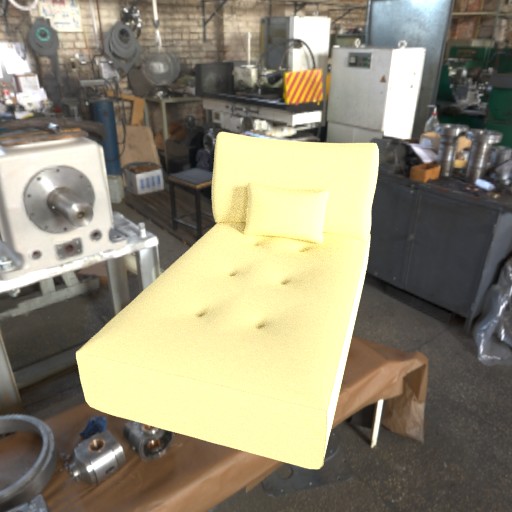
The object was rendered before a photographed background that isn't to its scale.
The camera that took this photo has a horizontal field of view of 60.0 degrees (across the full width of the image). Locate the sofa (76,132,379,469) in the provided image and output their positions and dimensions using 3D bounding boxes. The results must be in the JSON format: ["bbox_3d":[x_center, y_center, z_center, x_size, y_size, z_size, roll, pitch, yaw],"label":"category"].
[{"bbox_3d":[0.000,0.000,2.017,0.930,0.820,1.450,8,27,16],"label":"sofa"}]
